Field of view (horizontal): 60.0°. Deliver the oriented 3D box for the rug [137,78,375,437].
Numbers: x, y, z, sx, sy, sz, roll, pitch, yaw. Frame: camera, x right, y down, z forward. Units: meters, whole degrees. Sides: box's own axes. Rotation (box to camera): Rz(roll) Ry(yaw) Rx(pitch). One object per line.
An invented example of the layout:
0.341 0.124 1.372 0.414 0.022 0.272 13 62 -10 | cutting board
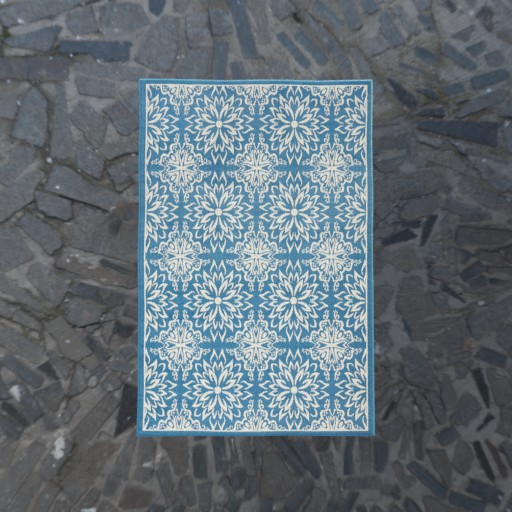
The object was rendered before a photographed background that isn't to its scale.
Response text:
0.000 0.000 3.436 1.830 0.018 2.769 0 89 -1 | rug
